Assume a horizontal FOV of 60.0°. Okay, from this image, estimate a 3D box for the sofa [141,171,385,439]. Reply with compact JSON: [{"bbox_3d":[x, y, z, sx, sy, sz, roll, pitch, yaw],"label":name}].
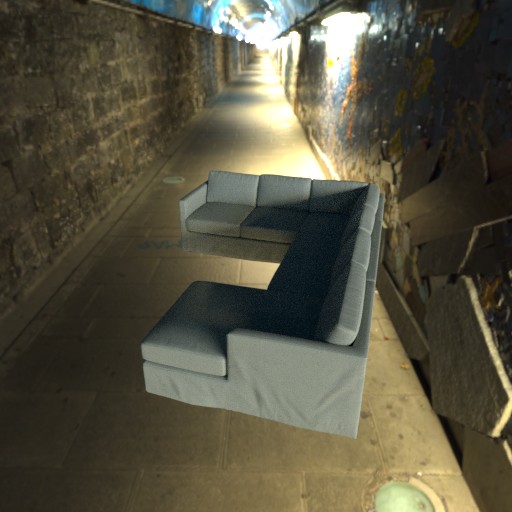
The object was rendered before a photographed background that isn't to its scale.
[{"bbox_3d":[0.000,0.000,4.586,2.427,0.882,3.460,7,27,15],"label":"sofa"}]
